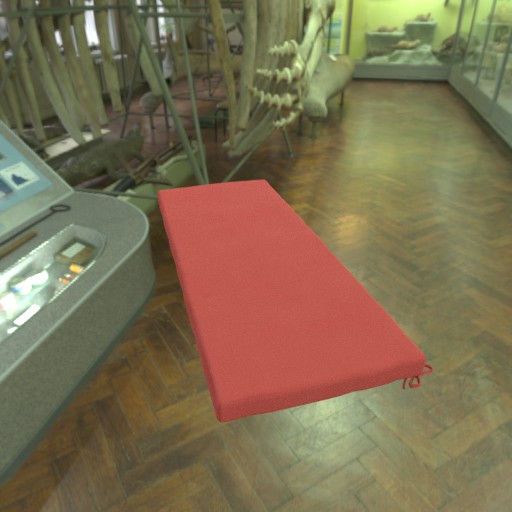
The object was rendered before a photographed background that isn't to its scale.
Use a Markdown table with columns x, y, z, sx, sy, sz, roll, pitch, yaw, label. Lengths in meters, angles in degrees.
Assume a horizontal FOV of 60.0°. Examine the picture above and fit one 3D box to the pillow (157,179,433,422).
| x | y | z | sx | sy | sz | roll | pitch | yaw | label |
| --- | --- | --- | --- | --- | --- | --- | --- | --- | --- |
| 0.000 | 0.000 | 1.365 | 0.492 | 0.081 | 1.187 | -8 | 31 | -14 | pillow |
